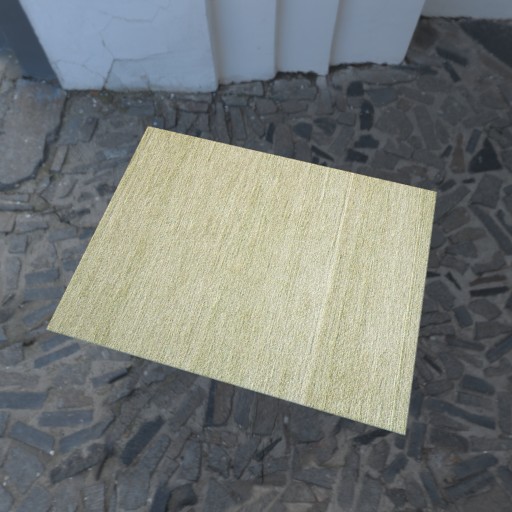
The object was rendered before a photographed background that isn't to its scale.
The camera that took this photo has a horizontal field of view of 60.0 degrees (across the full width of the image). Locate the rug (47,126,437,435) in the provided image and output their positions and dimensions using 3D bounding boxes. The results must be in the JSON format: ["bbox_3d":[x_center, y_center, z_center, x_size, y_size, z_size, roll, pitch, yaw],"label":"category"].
[{"bbox_3d":[0.000,0.000,4.266,3.198,0.016,2.425,14,65,7],"label":"rug"}]
